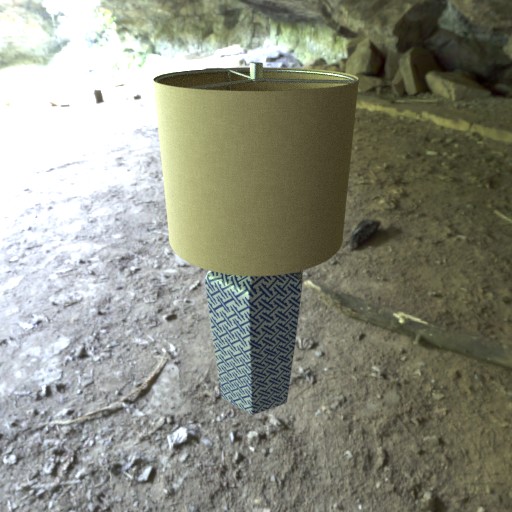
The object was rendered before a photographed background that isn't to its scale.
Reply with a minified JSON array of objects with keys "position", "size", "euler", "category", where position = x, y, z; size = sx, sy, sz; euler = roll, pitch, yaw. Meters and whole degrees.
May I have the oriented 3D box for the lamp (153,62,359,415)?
[{"position":[0.000,0.000,0.851],"size":[0.320,0.682,0.320],"euler":[-9,29,-17],"category":"lamp"}]
